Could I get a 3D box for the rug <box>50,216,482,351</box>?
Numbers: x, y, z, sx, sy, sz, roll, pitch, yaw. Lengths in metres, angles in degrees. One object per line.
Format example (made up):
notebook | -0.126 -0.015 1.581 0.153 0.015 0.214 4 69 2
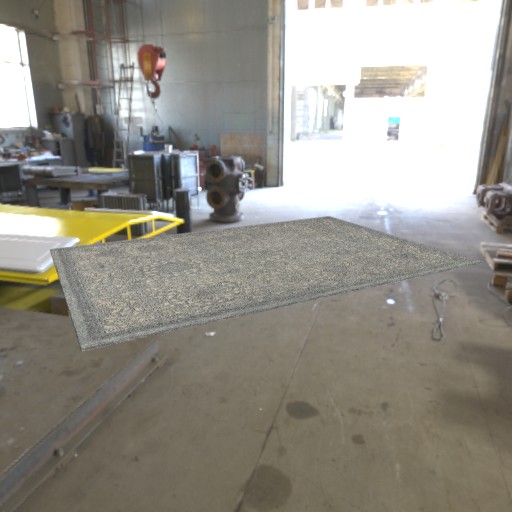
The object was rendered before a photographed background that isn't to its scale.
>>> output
rug | 0.000 0.000 2.236 1.819 0.012 1.208 -9 19 -27
